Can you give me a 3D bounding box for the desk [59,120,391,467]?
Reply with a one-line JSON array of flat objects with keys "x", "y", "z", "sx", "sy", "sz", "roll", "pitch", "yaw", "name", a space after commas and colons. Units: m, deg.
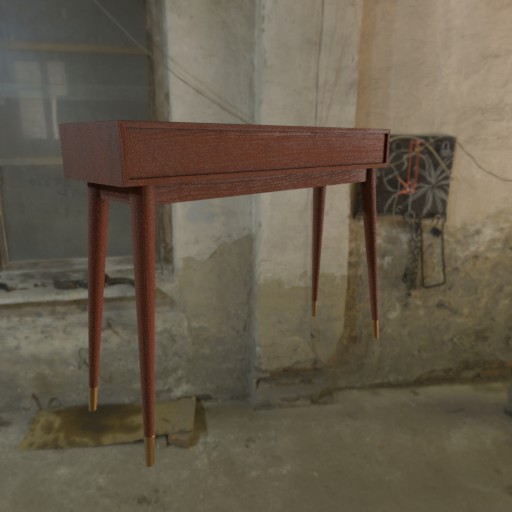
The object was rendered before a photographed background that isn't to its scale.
[{"x": 0.000, "y": 0.000, "z": 1.641, "sx": 1.204, "sy": 0.917, "sz": 0.384, "roll": -14, "pitch": 20, "yaw": -42, "name": "desk"}]
